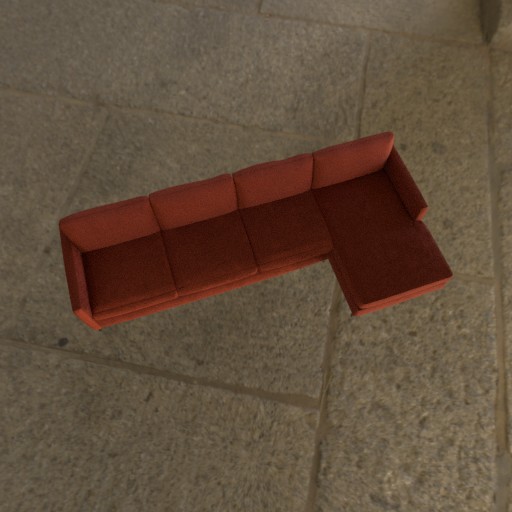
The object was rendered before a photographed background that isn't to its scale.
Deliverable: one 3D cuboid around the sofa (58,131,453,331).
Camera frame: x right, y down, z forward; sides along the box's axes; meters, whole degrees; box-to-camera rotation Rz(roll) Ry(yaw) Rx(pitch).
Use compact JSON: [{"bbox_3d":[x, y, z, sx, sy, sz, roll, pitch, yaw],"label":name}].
[{"bbox_3d":[0.000,0.000,3.619,2.932,0.810,1.350,-16,66,-7],"label":"sofa"}]
